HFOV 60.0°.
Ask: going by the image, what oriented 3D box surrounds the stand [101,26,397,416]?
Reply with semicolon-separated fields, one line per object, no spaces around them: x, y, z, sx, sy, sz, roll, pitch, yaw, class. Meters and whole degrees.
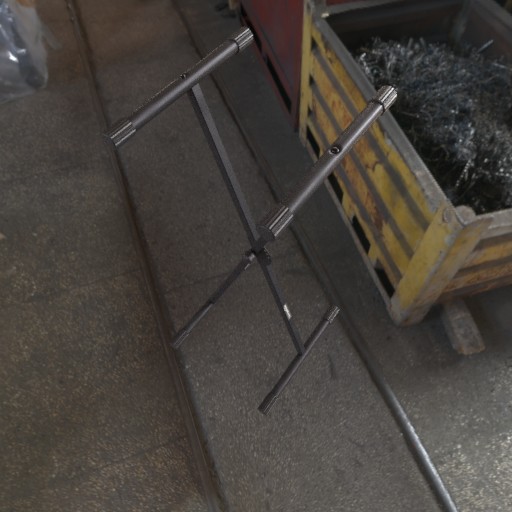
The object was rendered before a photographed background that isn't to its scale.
0.000;0.000;1.167;0.409;0.940;0.449;31;62;19;stand
